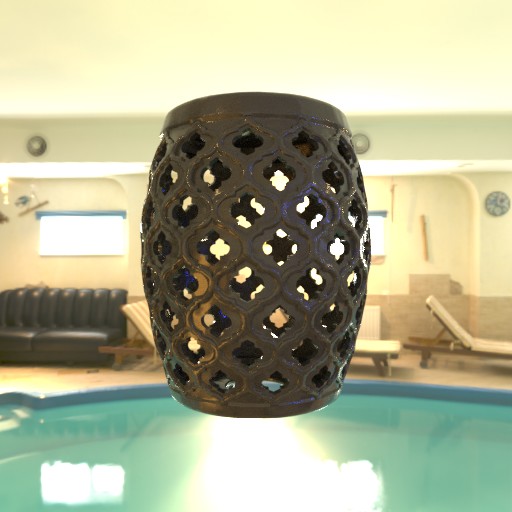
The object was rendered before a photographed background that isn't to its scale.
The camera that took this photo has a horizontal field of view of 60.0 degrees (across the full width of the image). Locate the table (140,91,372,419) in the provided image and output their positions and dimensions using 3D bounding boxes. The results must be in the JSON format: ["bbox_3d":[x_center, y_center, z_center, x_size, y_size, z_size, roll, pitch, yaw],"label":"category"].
[{"bbox_3d":[0.000,0.000,0.644,0.325,0.388,0.325,0,1,0],"label":"table"}]
